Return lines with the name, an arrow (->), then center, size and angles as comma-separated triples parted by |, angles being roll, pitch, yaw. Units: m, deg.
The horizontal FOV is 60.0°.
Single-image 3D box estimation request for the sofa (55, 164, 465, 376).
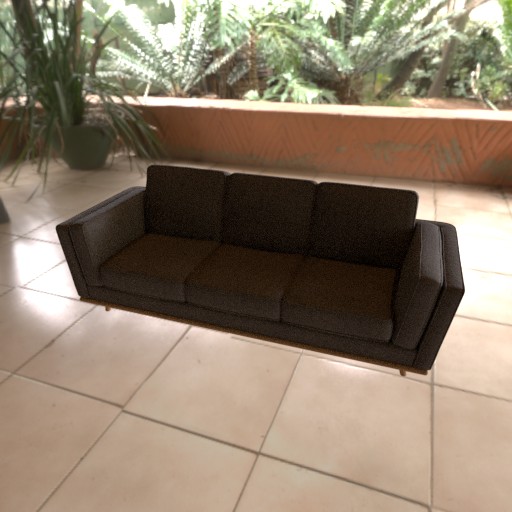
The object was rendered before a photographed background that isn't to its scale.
sofa -> 0.000, 0.000, 2.863 | 2.362, 0.899, 0.903 | 9, 28, 17
